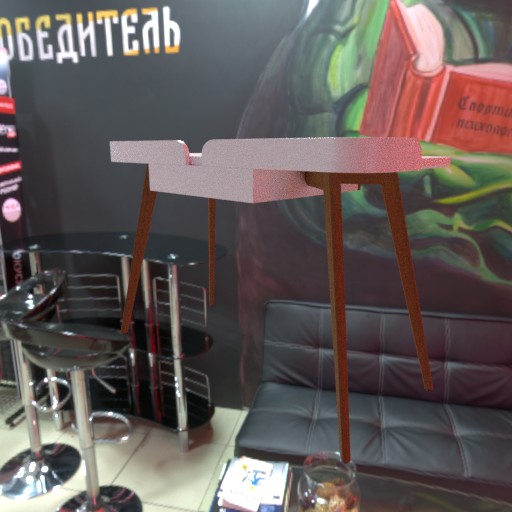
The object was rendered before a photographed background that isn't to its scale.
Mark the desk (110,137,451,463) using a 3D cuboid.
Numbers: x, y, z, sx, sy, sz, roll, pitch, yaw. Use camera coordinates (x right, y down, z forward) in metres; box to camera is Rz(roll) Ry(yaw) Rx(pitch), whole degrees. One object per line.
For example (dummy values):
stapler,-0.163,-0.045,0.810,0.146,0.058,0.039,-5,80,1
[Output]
desk,0.000,0.000,1.604,0.534,0.807,1.206,-13,19,-43
